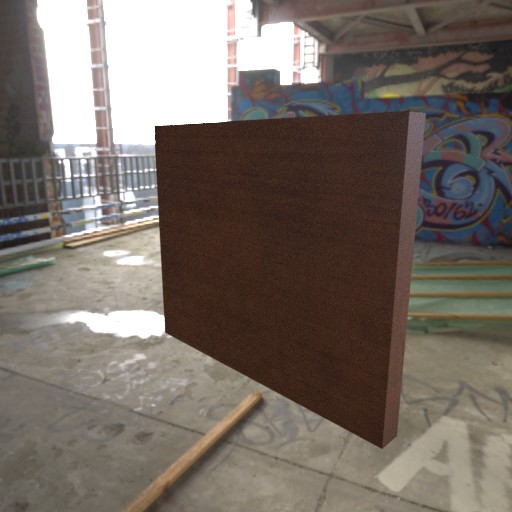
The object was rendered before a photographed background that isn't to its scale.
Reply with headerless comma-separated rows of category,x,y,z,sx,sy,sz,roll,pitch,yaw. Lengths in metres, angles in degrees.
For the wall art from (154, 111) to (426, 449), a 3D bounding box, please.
wall art,0.000,0.000,0.561,0.030,0.328,0.401,-13,19,-42
